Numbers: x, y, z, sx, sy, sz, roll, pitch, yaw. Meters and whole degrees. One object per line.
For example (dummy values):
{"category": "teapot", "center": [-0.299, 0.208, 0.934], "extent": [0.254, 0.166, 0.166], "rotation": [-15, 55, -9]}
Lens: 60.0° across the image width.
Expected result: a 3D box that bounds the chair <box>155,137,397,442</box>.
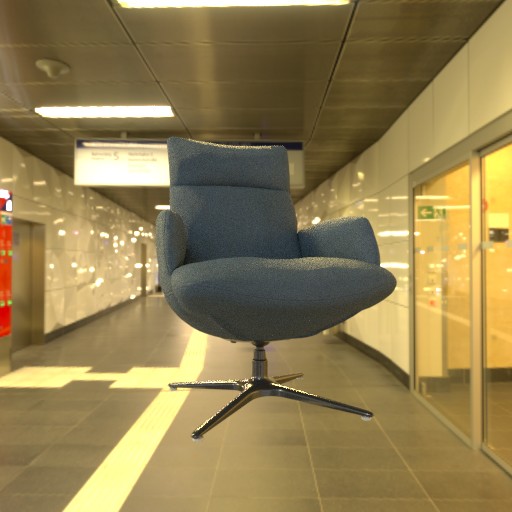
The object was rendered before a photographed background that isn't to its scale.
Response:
{"category": "chair", "center": [0.000, 0.000, 1.582], "extent": [0.711, 1.016, 0.889], "rotation": [0, -1, -18]}
